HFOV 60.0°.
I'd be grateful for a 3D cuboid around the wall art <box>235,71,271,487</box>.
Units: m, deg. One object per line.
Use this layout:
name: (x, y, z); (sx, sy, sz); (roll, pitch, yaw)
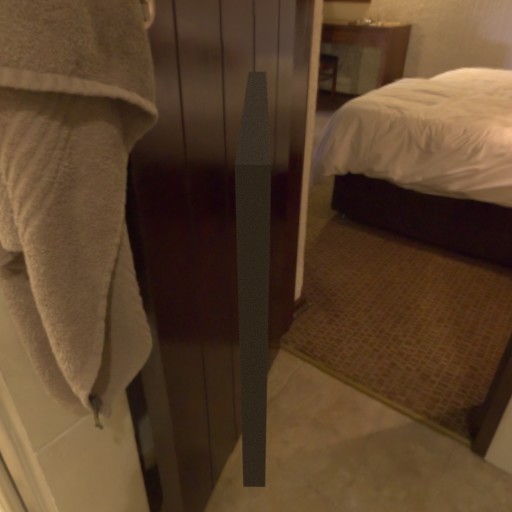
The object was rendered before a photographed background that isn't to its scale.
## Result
wall art: (0.000, 0.000, 0.754); (0.033, 0.507, 0.508); (0, 31, 1)
